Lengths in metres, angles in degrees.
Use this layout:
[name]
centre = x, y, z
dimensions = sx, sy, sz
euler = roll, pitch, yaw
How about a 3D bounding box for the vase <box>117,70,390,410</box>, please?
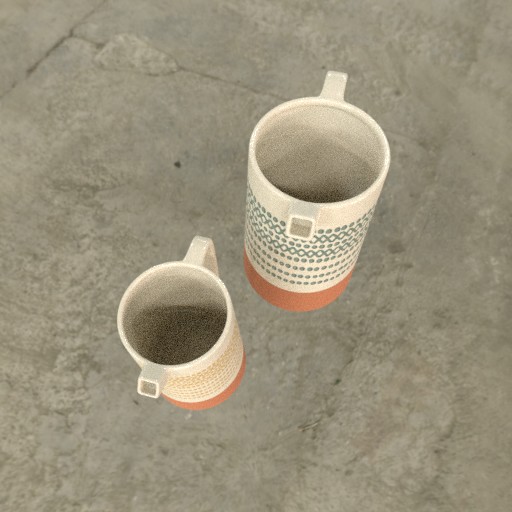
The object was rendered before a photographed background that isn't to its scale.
[vase]
centre = 0.000, 0.000, 0.468
dimensions = 0.326, 0.247, 0.168
euler = -33, 68, -15
